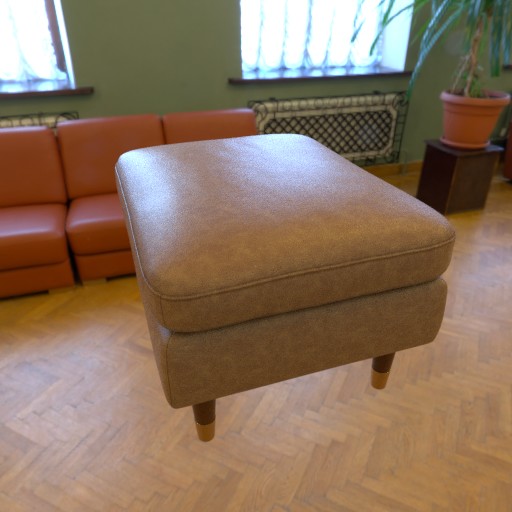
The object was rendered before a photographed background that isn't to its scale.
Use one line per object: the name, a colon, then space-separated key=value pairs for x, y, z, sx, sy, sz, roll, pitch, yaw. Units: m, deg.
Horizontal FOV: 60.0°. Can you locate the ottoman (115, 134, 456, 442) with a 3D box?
ottoman: x=0.000 y=0.000 z=1.098 sx=0.593 sy=0.478 sz=0.747 roll=-10 pitch=31 yaw=-17
